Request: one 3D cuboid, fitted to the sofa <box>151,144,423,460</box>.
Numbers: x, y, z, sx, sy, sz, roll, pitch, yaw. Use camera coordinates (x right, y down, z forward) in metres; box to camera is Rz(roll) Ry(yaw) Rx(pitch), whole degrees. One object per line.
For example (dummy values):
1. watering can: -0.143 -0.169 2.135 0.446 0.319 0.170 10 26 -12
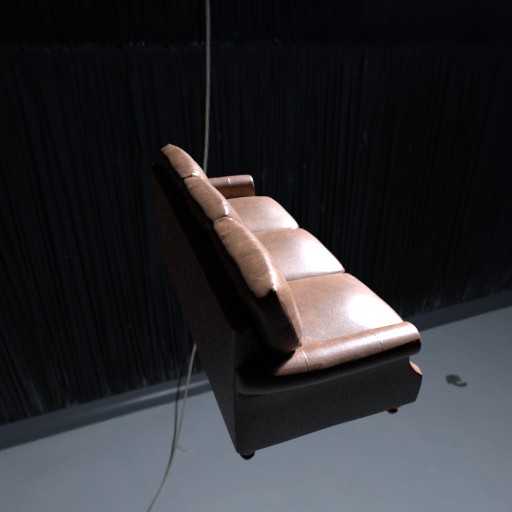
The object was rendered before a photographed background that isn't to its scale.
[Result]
1. sofa: 0.000 0.000 2.817 0.973 0.977 2.351 -10 30 -17
